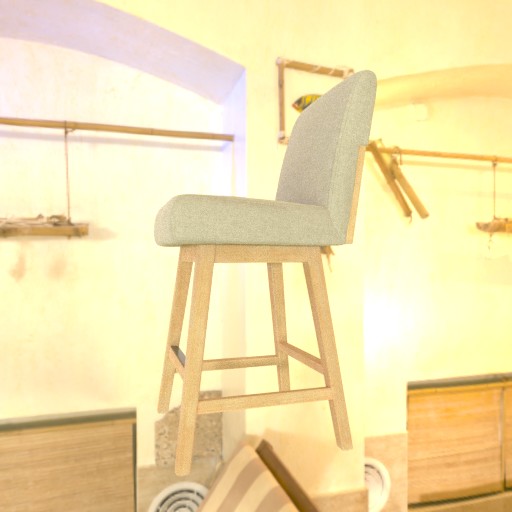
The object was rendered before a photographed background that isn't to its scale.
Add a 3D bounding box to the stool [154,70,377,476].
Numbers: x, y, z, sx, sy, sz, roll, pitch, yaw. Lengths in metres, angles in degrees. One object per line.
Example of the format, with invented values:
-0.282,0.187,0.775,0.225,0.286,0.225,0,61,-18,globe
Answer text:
0.000,0.000,1.398,0.606,1.085,0.507,0,0,-18,stool
